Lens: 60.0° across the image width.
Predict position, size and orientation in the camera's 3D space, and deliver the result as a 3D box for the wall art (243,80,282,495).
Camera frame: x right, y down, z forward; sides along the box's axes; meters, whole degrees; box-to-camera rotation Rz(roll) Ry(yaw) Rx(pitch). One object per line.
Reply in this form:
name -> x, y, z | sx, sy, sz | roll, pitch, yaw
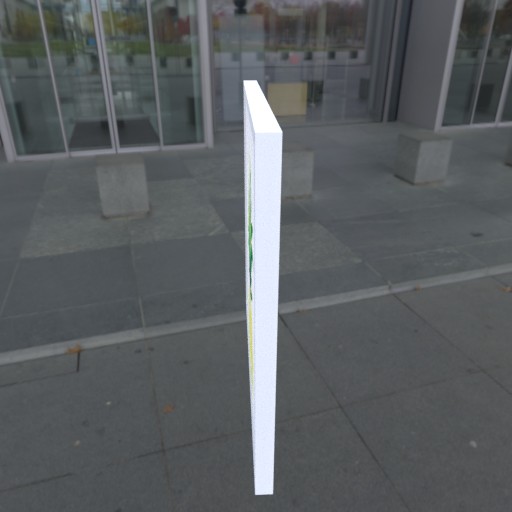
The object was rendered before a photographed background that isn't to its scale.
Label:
wall art -> 0.000, 0.000, 1.120 | 0.038, 0.761, 0.763 | -1, 27, -2
